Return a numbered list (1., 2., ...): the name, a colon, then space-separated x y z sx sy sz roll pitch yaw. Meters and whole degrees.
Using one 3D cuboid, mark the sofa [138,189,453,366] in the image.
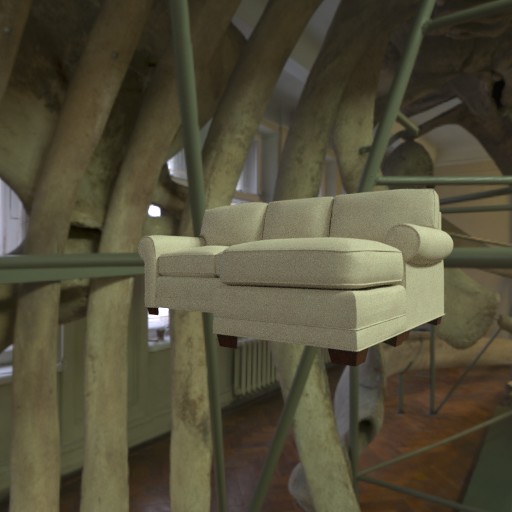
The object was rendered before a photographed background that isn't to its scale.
1. sofa: 0.000 0.000 2.387 1.770 0.734 1.226 0 -1 36
